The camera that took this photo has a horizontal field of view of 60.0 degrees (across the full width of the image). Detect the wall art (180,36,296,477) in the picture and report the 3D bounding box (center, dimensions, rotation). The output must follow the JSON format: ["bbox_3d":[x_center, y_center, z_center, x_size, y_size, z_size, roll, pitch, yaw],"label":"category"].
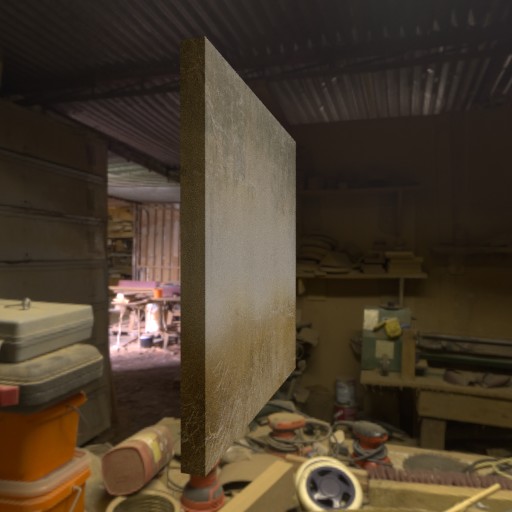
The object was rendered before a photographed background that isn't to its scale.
[{"bbox_3d":[0.000,0.000,0.911,0.038,0.610,0.610,0,0,17],"label":"wall art"}]
